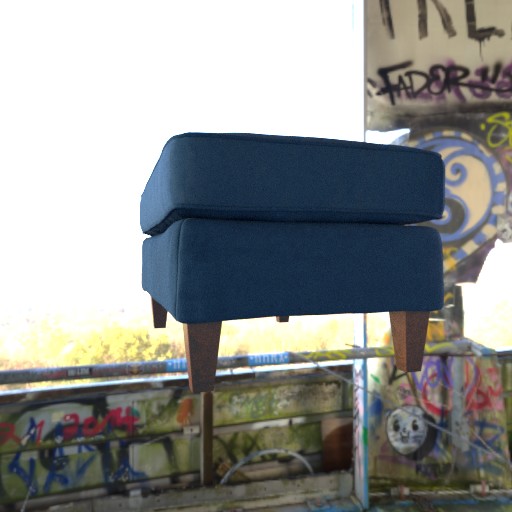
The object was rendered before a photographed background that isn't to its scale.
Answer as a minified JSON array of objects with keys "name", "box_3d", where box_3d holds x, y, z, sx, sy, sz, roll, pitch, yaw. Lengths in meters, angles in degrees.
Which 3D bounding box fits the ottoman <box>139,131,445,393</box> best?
[{"name":"ottoman","box_3d":[0.000,0.000,1.217,0.583,0.484,0.862,0,0,-18]}]
